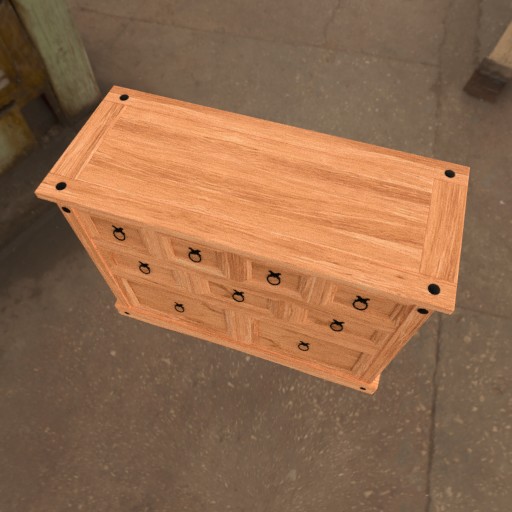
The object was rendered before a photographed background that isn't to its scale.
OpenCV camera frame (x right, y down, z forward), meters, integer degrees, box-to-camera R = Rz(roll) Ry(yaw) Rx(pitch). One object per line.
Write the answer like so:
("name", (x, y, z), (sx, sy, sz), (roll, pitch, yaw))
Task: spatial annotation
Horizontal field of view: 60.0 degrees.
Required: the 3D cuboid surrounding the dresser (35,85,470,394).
("dresser", (0.000, 0.000, 1.401), (0.990, 0.740, 0.410), (16, 60, 9))
